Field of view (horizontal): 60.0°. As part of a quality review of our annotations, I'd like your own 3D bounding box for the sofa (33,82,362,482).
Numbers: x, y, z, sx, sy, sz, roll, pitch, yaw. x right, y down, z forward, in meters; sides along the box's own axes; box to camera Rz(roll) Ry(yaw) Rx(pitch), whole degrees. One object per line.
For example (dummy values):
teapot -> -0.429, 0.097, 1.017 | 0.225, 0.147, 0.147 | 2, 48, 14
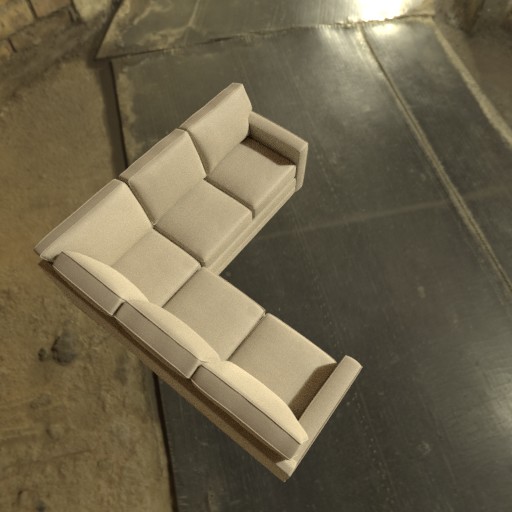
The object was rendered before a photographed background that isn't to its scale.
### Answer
sofa -> 0.000, 0.000, 3.388 | 2.182, 0.939, 2.189 | 34, 66, 18
